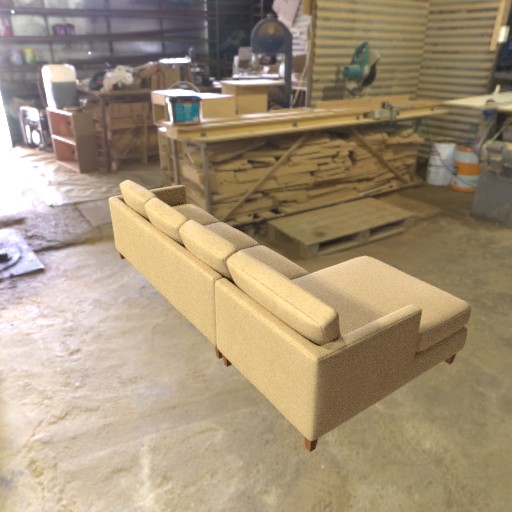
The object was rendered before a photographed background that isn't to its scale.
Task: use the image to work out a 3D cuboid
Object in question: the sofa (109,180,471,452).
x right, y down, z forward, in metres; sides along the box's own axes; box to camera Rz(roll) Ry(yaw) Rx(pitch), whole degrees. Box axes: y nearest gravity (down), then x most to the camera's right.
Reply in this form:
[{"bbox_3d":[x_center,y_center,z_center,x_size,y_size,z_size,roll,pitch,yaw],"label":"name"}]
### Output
[{"bbox_3d":[0.000,0.000,3.823,1.502,0.876,3.201,-17,30,-31],"label":"sofa"}]
